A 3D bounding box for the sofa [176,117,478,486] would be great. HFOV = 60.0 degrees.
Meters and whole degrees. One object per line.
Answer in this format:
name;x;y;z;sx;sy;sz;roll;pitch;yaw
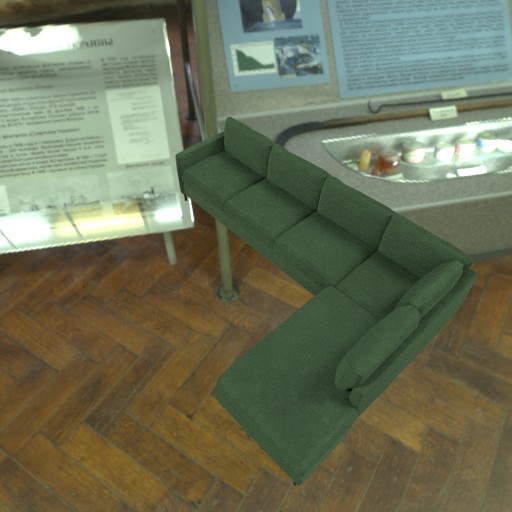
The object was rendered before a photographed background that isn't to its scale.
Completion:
sofa;0.000;0.000;3.206;1.707;0.687;2.486;-34;56;-28
